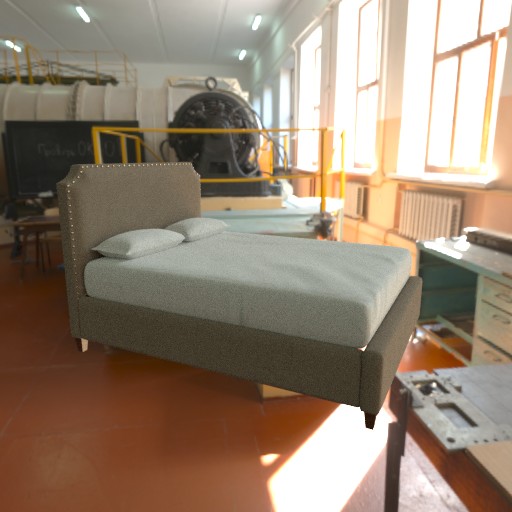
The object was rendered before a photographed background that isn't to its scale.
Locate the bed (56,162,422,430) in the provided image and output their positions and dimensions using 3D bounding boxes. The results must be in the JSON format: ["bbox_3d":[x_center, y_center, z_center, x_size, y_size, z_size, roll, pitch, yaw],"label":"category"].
[{"bbox_3d":[0.000,0.000,3.490,2.329,1.415,1.703,6,14,26],"label":"bed"}]
